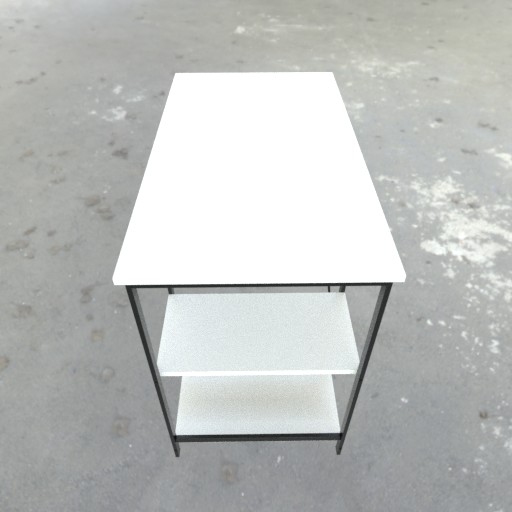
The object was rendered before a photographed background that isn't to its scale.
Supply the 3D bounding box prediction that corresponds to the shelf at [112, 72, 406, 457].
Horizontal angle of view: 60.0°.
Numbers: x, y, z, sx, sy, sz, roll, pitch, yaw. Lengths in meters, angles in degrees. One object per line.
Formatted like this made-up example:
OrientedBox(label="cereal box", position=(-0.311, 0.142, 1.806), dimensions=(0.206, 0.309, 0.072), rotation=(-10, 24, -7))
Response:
OrientedBox(label="shelf", position=(0.000, 0.000, 1.334), dimensions=(0.498, 0.750, 0.902), rotation=(-1, 43, -1))
